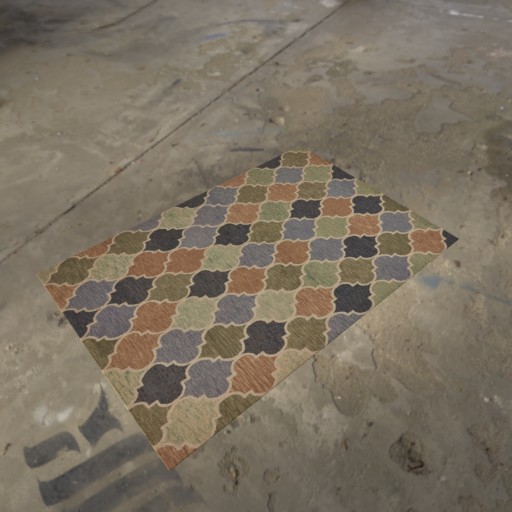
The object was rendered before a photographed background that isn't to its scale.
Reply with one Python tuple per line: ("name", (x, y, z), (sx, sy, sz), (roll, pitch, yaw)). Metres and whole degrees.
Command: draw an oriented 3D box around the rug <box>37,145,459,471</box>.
("rug", (0.000, 0.000, 2.292), (1.828, 0.006, 1.216), (-31, 53, -27))
